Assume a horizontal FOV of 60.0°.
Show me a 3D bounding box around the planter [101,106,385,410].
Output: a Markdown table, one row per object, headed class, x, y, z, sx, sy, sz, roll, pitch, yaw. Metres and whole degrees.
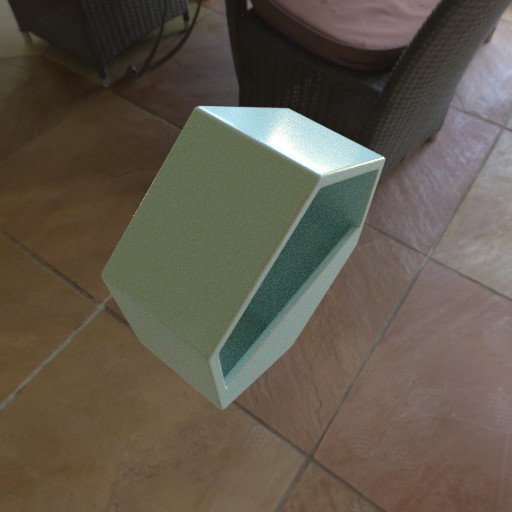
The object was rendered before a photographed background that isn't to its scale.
| class | x | y | z | sx | sy | sz | roll | pitch | yaw |
| --- | --- | --- | --- | --- | --- | --- | --- | --- | --- |
| planter | 0.000 | 0.000 | 0.298 | 0.078 | 0.207 | 0.169 | 34 | 64 | 19 |
